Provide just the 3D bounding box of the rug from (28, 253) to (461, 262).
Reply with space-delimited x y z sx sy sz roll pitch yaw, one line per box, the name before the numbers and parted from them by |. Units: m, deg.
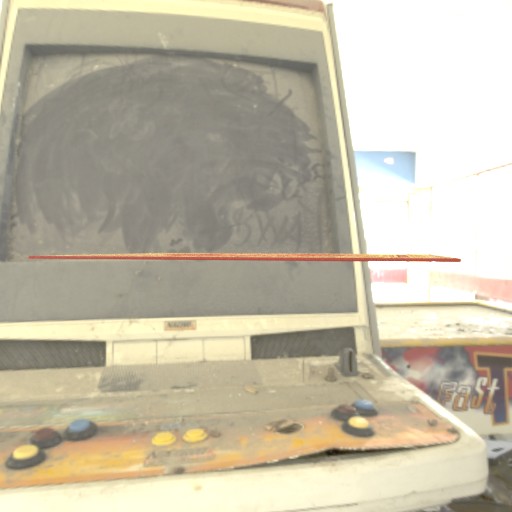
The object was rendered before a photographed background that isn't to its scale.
rug | 0.000 0.000 2.315 1.802 0.013 1.194 0 1 17
